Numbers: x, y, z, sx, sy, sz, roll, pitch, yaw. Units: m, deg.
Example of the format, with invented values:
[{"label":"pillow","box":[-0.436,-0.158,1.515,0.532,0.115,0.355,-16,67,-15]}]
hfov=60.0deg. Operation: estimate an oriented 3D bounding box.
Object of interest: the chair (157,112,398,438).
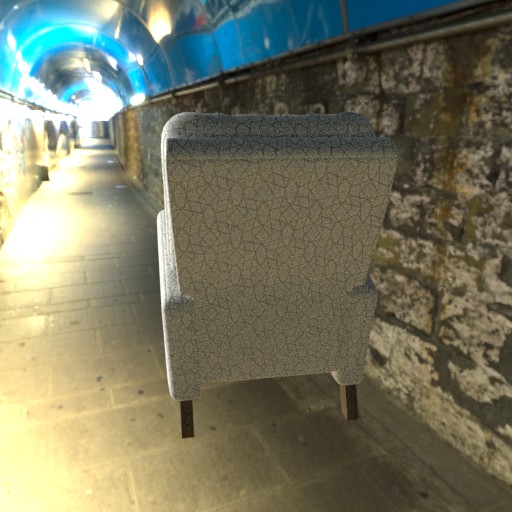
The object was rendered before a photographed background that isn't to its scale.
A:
[{"label":"chair","box":[0.000,0.000,1.750,0.796,1.064,0.995,-3,16,-9]}]
